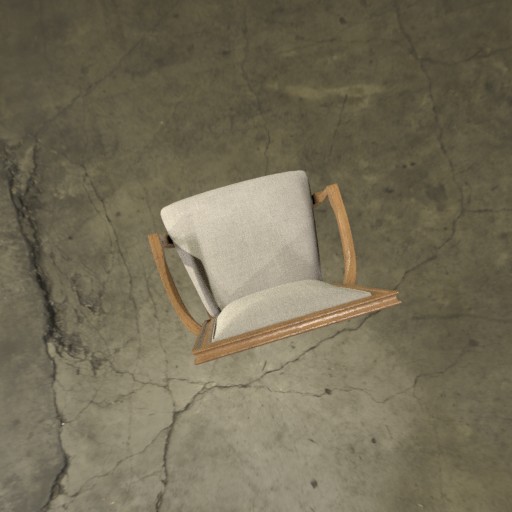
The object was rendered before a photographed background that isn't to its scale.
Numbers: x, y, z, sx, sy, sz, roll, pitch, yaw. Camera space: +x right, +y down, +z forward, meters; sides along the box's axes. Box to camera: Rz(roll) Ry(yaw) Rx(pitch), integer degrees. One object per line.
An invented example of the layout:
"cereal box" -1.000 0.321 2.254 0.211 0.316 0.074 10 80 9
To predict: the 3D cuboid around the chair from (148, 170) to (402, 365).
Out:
"chair" 0.000 0.000 1.397 0.606 0.990 0.602 -16 75 -4
